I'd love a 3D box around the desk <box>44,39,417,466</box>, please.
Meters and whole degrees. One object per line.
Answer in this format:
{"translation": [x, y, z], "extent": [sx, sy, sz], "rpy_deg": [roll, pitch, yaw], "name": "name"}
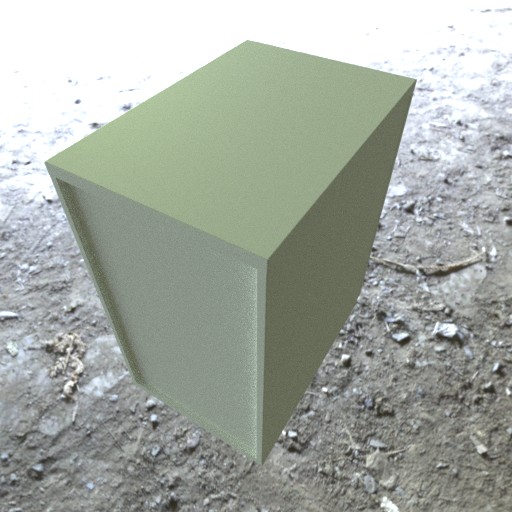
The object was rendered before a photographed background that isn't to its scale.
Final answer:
{"translation": [0.000, 0.000, 1.053], "extent": [0.404, 0.730, 0.600], "rpy_deg": [24, 51, 21], "name": "desk"}
